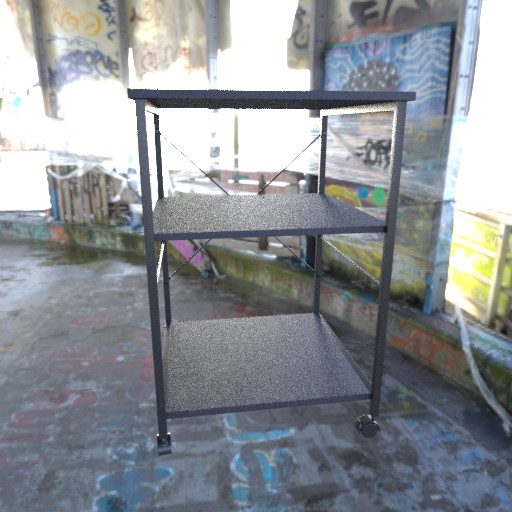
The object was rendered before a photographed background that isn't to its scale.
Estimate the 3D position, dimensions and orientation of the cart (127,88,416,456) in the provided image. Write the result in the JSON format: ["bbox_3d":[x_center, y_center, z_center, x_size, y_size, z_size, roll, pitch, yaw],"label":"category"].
[{"bbox_3d":[0.000,0.000,1.136,0.521,0.762,0.520,-3,17,-9],"label":"cart"}]
